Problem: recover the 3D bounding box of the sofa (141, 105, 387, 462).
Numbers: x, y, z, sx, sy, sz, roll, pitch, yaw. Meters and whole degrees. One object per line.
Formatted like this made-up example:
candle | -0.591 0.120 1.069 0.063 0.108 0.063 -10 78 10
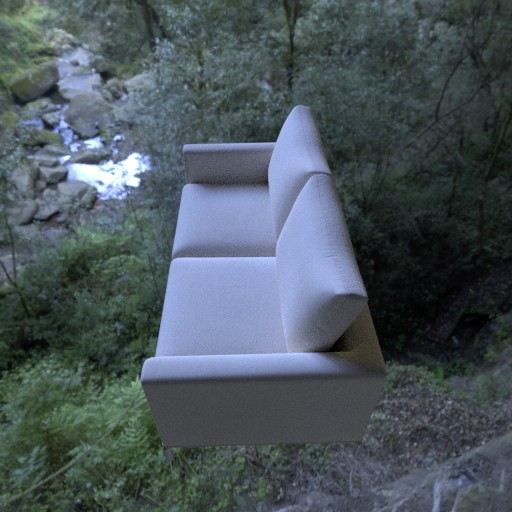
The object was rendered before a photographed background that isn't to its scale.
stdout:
sofa | 0.000 0.000 2.338 0.906 0.995 1.739 -1 42 -1
